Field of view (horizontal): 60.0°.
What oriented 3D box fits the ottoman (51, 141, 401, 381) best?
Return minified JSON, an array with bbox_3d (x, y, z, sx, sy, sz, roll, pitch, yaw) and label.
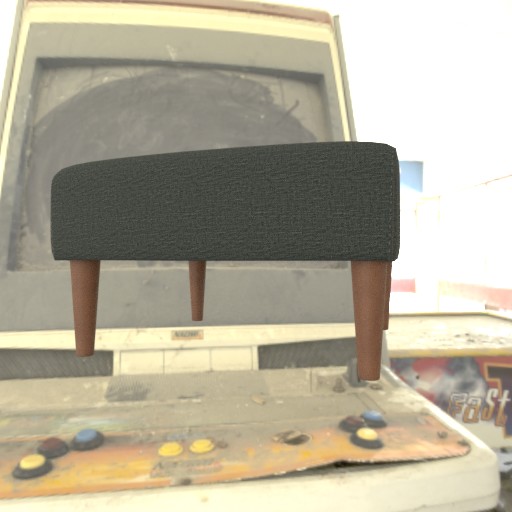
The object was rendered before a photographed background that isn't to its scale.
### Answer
[{"bbox_3d":[0.000,0.000,1.047,0.650,0.398,0.649,0,0,18],"label":"ottoman"}]
